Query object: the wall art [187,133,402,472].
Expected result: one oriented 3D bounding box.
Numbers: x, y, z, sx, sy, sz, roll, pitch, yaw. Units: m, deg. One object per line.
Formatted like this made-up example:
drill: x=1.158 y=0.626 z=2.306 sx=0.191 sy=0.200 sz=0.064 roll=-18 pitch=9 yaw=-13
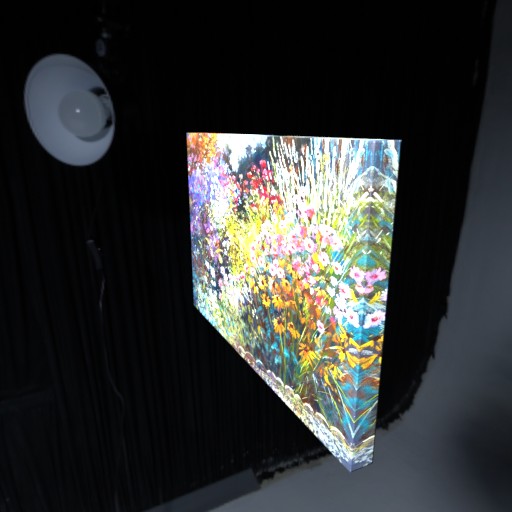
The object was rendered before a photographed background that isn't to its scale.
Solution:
wall art: x=0.000 y=0.000 z=0.773 sx=0.037 sy=0.406 sz=0.610 roll=-8 pitch=18 yaw=-25
